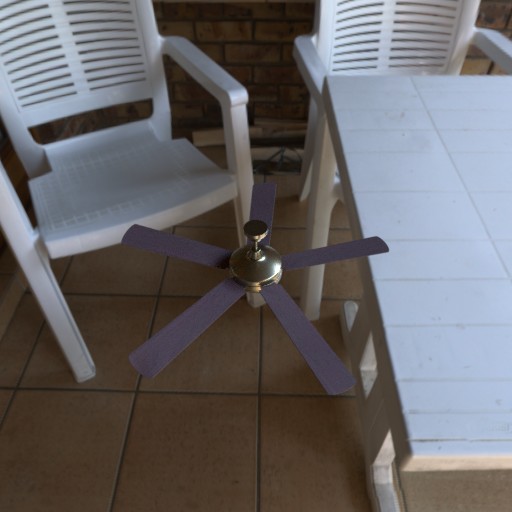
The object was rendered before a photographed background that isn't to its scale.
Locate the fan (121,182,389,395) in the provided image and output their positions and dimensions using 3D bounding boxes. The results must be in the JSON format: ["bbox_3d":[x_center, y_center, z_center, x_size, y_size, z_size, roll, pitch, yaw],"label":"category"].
[{"bbox_3d":[0.000,0.000,2.035,1.321,0.356,1.321,-3,46,-3],"label":"fan"}]
